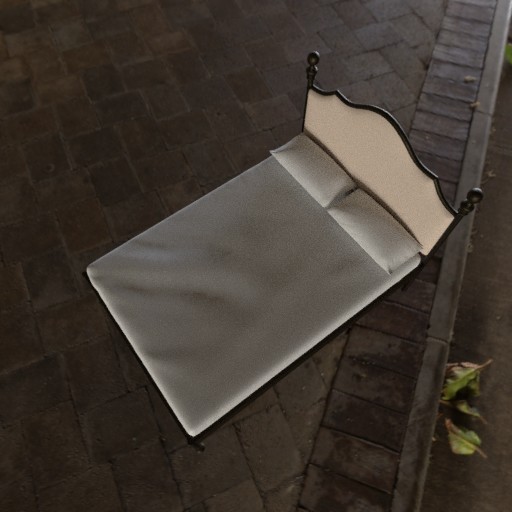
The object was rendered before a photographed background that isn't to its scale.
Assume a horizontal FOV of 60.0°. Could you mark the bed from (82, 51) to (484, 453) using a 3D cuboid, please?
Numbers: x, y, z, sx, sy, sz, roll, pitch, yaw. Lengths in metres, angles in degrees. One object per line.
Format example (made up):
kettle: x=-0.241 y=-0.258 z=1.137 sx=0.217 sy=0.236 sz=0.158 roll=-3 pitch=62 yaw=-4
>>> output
bed: x=0.000 y=0.000 z=3.147 sx=2.170 sy=1.462 sz=1.533 roll=-34 pitch=68 yaw=-16
